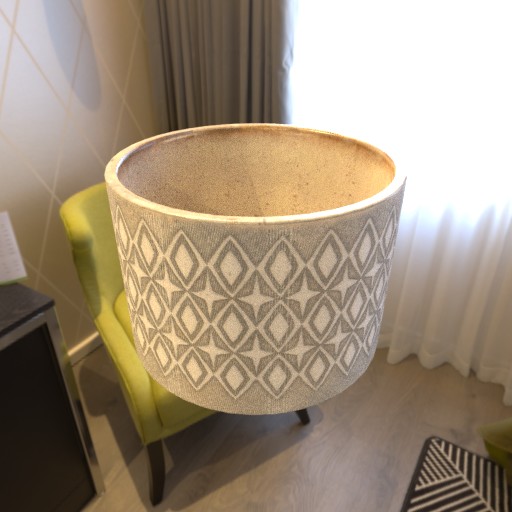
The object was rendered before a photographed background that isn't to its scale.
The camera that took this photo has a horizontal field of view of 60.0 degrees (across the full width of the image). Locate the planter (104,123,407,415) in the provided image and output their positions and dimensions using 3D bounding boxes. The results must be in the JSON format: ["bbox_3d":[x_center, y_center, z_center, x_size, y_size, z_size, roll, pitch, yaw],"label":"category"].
[{"bbox_3d":[0.000,0.000,0.319,0.186,0.144,0.186,0,30,0],"label":"planter"}]
